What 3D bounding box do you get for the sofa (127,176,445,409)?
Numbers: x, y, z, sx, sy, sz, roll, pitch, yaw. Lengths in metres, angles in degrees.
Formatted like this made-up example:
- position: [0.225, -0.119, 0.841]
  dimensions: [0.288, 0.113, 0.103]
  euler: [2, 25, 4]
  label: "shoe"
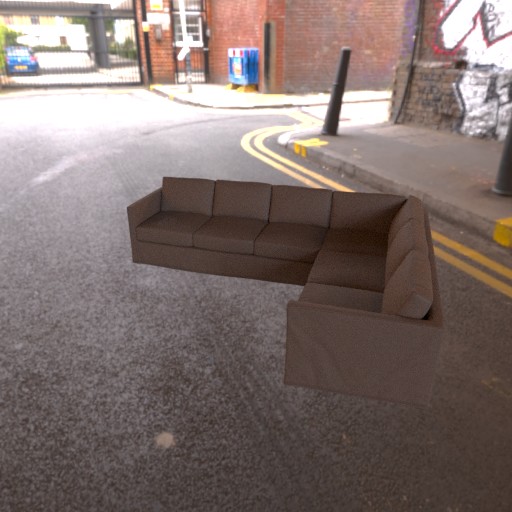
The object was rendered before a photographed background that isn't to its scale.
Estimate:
- position: [0.000, 0.000, 4.298]
  dimensions: [3.182, 0.871, 2.432]
  euler: [7, 26, 15]
  label: "sofa"
